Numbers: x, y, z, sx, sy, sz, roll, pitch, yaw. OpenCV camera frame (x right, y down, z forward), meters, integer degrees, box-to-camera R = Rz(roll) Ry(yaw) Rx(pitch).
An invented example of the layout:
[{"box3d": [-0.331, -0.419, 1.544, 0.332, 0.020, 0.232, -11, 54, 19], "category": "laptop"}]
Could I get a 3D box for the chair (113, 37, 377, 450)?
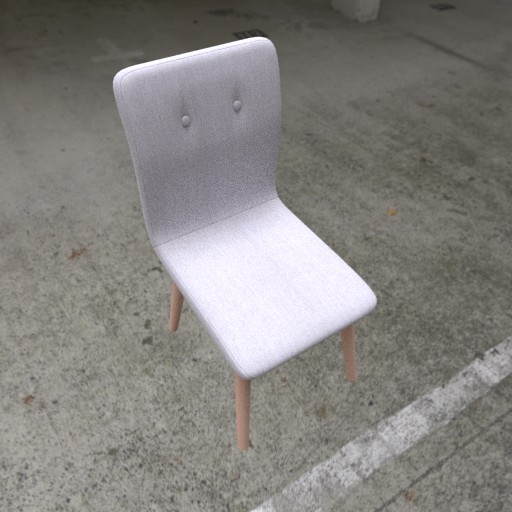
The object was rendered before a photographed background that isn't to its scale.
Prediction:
[{"box3d": [0.000, 0.000, 1.167, 0.435, 0.885, 0.550, -24, 51, -22], "category": "chair"}]
